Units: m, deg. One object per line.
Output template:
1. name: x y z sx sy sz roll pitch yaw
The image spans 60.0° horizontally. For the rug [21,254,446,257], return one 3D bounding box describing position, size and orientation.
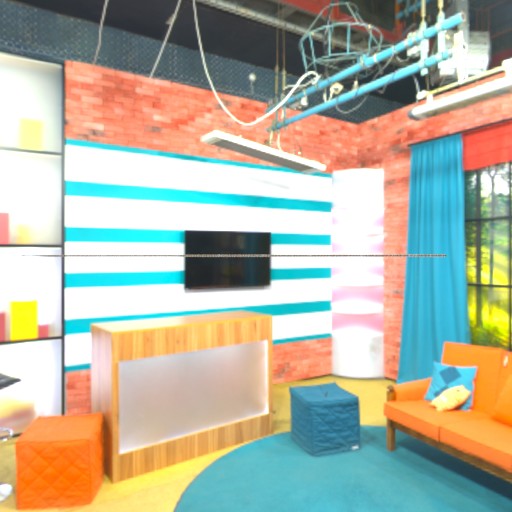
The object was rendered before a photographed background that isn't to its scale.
1. rug: 0.000 0.000 3.893 2.894 0.013 2.286 0 0 18
